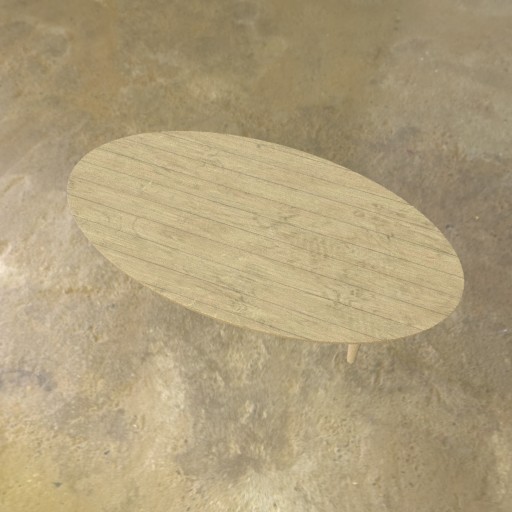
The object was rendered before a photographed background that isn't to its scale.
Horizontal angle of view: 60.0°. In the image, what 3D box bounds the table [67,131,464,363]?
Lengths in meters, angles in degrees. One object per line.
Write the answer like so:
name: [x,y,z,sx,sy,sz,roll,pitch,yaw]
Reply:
table: [0.000,0.000,1.341,1.083,0.390,0.542,18,66,8]
